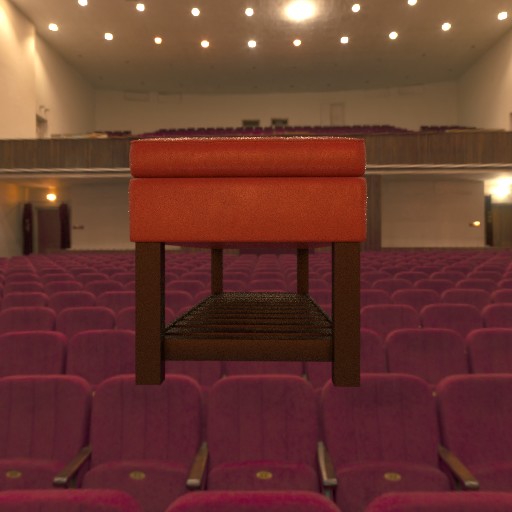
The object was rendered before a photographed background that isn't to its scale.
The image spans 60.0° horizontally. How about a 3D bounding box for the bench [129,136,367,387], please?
[{"bbox_3d":[0.000,0.000,1.330,0.432,0.460,1.105,0,0,2],"label":"bench"}]
